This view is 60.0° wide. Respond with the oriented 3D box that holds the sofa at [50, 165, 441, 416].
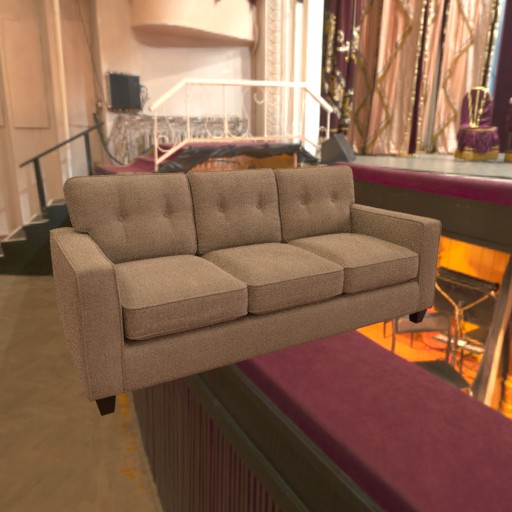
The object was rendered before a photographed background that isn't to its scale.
[{"bbox_3d":[0.000,0.000,2.609,2.133,0.965,0.939,-9,17,-29],"label":"sofa"}]
